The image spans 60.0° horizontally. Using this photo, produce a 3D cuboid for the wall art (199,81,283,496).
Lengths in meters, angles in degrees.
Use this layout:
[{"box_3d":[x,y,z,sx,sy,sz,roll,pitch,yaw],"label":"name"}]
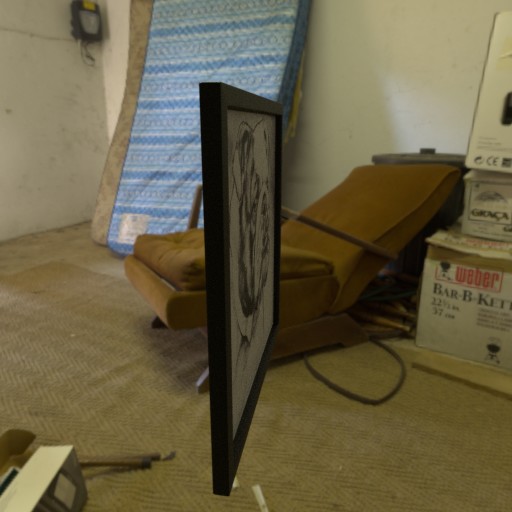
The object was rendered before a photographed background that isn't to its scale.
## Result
[{"box_3d":[0.000,0.000,0.669,0.022,0.453,0.456,3,17,10],"label":"wall art"}]
